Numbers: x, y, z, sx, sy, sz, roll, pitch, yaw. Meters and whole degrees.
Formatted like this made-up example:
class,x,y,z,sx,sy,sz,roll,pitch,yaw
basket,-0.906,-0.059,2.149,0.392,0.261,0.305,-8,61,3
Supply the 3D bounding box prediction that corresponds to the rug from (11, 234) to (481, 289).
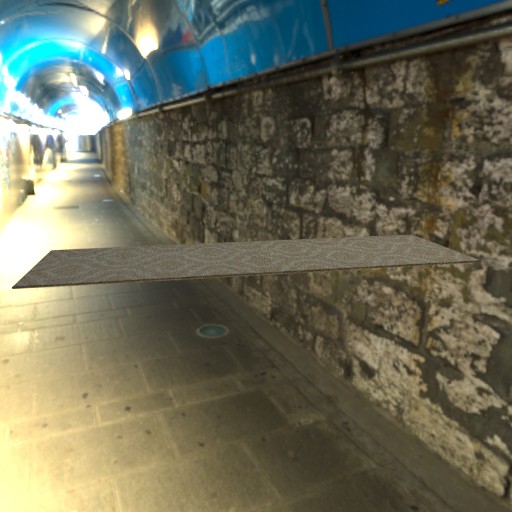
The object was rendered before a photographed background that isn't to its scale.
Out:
class,x,y,z,sx,sy,sz,roll,pitch,yaw
rug,0.000,0.000,2.453,2.289,0.013,0.691,-3,15,-11
